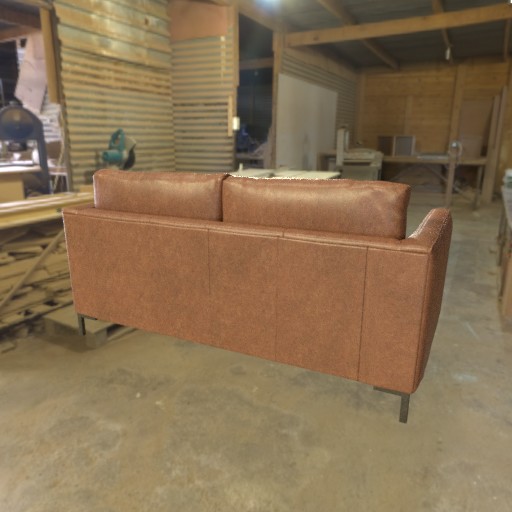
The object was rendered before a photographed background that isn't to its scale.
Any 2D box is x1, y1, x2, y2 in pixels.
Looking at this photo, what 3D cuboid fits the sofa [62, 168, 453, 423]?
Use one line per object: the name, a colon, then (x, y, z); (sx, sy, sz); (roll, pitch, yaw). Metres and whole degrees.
sofa: (0.000, 0.000, 2.283); (1.797, 0.883, 0.899); (8, 17, 25)
